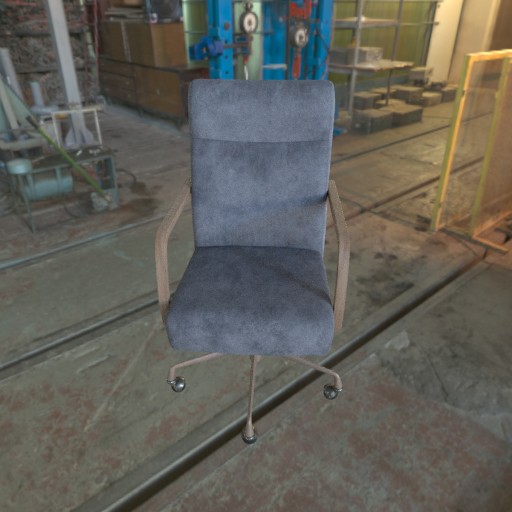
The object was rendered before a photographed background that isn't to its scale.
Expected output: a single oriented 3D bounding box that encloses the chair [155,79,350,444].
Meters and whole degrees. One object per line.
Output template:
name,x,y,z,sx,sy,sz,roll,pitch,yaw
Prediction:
chair,0.000,0.000,1.490,0.640,1.029,0.741,2,30,3
